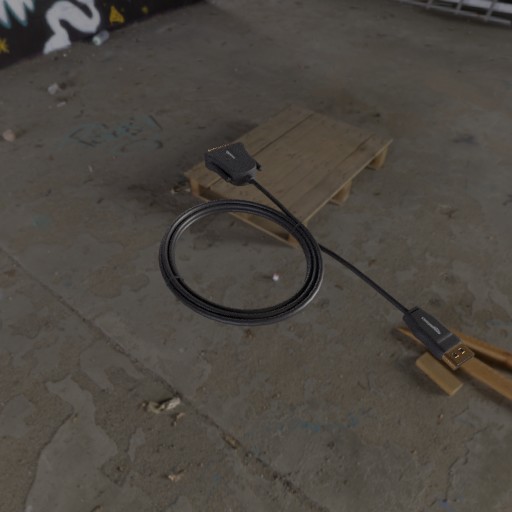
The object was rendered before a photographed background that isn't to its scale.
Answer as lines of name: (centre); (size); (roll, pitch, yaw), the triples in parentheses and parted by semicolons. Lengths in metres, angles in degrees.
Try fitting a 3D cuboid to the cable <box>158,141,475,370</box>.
cable: (0.000, 0.000, 0.325); (0.136, 0.015, 0.281); (-24, 49, -22)
